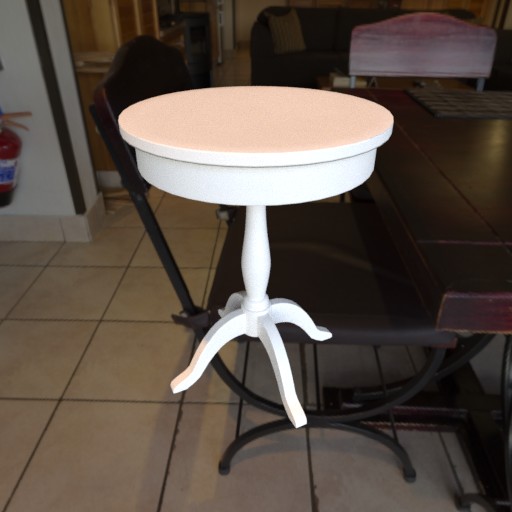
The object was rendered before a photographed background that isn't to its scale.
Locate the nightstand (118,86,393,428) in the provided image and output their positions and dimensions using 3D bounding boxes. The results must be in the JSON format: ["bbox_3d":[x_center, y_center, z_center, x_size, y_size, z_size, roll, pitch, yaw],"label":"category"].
[{"bbox_3d":[0.000,0.000,1.021,0.513,0.653,0.513,-9,32,-15],"label":"nightstand"}]
